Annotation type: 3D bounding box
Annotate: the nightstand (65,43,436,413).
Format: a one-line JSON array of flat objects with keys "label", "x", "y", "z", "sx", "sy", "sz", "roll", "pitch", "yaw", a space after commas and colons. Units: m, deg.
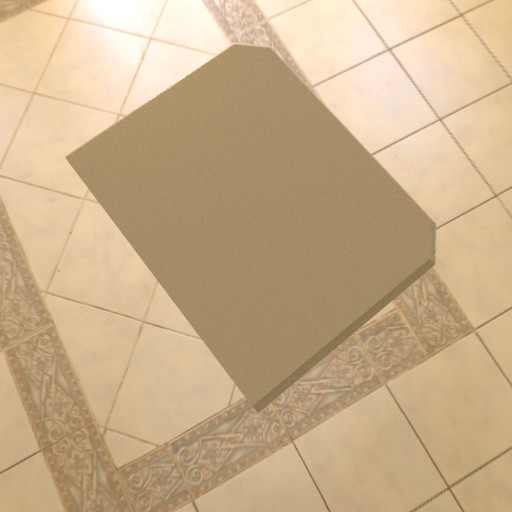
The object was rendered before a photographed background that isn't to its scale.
[{"label": "nightstand", "x": 0.000, "y": 0.000, "z": 0.941, "sx": 0.350, "sy": 0.680, "sz": 0.450, "roll": -38, "pitch": 79, "yaw": -9}]
